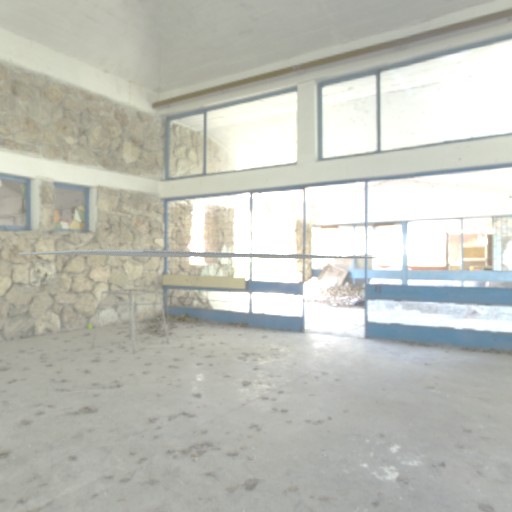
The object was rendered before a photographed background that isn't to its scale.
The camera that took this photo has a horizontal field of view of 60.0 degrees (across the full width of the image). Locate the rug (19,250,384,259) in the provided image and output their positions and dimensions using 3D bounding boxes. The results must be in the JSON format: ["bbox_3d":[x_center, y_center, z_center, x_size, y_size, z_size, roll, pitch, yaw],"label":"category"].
[{"bbox_3d":[0.000,0.000,2.661,0.762,0.013,2.439,-1,-1,34],"label":"rug"}]
